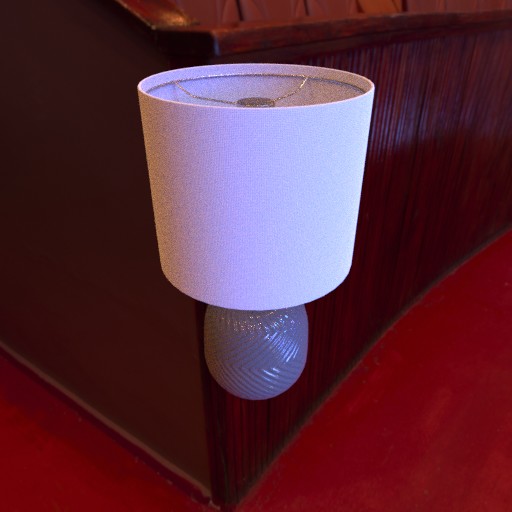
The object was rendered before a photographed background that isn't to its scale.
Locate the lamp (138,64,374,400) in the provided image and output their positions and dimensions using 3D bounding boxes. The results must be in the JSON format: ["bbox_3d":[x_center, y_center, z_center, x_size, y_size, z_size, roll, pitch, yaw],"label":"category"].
[{"bbox_3d":[0.000,0.000,0.491,0.207,0.366,0.207,19,36,28],"label":"lamp"}]
